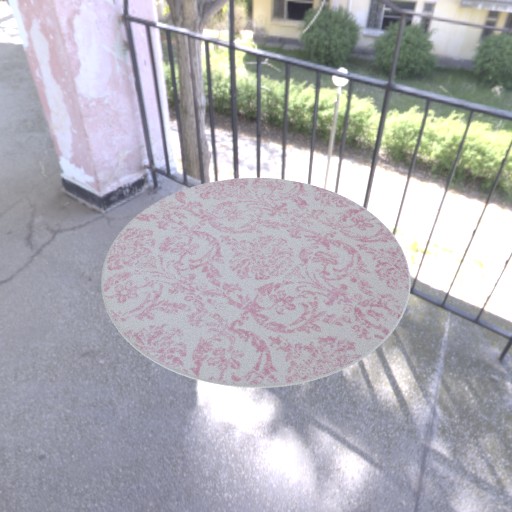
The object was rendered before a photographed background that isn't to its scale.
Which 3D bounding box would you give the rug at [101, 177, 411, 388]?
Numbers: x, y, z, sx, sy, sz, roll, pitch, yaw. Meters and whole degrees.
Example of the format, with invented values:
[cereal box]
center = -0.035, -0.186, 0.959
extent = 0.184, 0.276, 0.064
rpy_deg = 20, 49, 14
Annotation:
[rug]
center = 0.000, 0.000, 2.360
extent = 1.593, 0.012, 1.593
rpy_deg = 0, 41, 0
